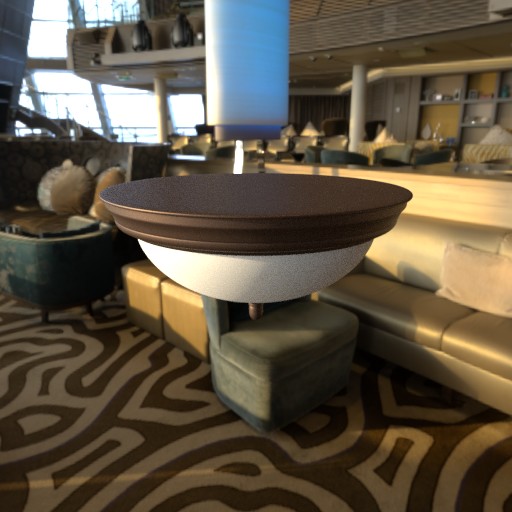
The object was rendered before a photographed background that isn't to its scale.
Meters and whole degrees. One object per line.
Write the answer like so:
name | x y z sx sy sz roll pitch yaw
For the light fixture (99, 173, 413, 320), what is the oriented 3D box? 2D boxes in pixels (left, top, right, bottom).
light fixture | 0.000 0.000 0.435 0.280 0.135 0.280 0 16 0
